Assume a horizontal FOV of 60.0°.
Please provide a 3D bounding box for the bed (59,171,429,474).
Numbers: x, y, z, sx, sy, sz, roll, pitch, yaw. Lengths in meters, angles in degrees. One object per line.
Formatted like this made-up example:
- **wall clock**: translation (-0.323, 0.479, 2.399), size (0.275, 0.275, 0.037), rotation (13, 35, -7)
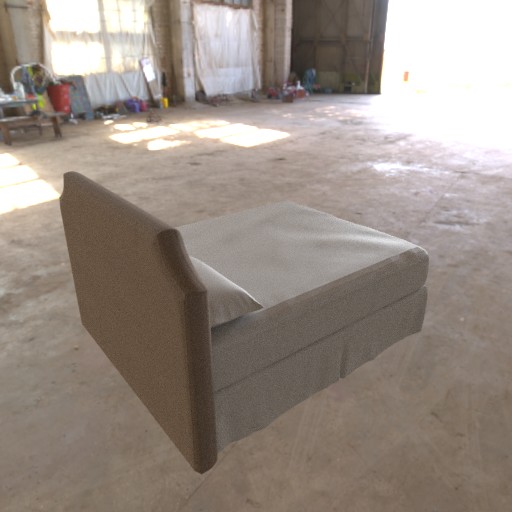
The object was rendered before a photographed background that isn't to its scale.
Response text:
- **bed**: translation (0.000, 0.000, 3.264), size (2.164, 1.303, 1.828), rotation (-18, 30, -34)
